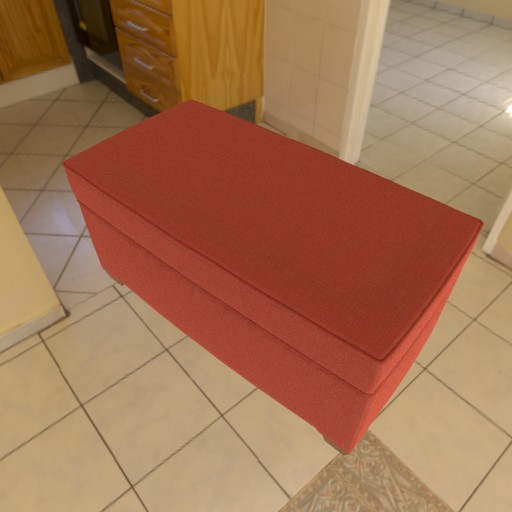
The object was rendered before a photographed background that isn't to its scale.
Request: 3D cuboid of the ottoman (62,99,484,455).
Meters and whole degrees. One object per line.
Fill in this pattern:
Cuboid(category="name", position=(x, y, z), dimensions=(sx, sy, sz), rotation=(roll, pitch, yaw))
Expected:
Cuboid(category="ottoman", position=(0.000, 0.000, 1.212), dimensions=(0.948, 0.454, 0.497), rotation=(30, 53, 27))
